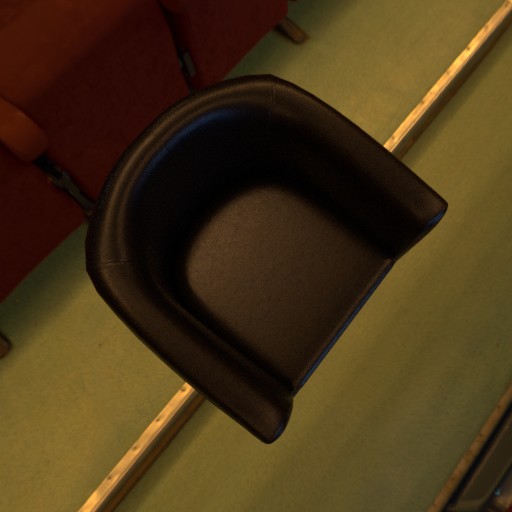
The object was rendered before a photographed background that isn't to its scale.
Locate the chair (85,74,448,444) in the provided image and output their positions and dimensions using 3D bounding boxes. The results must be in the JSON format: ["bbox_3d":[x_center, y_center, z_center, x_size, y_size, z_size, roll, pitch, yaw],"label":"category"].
[{"bbox_3d":[0.000,0.000,1.384,0.727,0.756,0.793,38,78,10],"label":"chair"}]
